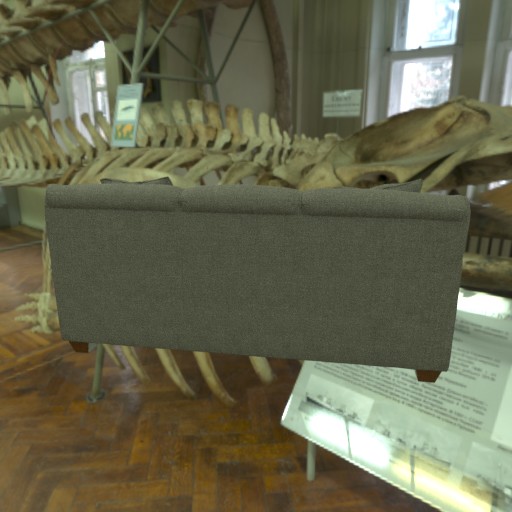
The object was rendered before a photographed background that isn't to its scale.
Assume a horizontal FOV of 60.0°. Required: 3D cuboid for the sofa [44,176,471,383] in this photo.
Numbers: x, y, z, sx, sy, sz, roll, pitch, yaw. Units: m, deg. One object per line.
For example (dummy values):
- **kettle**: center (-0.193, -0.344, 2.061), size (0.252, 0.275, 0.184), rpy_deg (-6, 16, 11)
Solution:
- **sofa**: center (0.000, 0.000, 2.602), size (2.024, 0.958, 0.997), rpy_deg (3, 16, 9)
